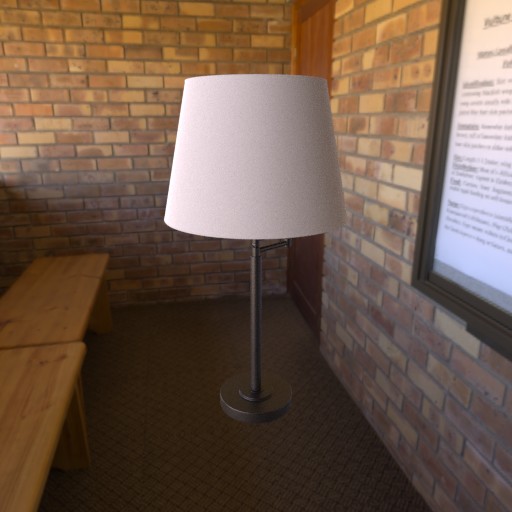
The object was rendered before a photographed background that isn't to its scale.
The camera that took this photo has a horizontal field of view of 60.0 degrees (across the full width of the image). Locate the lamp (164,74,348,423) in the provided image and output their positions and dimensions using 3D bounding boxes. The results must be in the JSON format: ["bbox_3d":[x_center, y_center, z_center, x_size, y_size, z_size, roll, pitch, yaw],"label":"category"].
[{"bbox_3d":[0.000,0.000,0.918,0.363,0.696,0.363,0,17,0],"label":"lamp"}]
